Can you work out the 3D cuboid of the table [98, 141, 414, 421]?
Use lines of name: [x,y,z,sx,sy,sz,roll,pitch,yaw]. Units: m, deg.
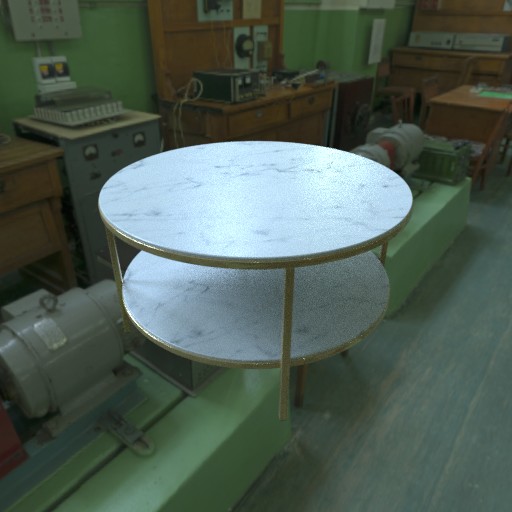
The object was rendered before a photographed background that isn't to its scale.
table: [0.000,0.000,1.285,0.800,0.450,0.800,0,30,0]
